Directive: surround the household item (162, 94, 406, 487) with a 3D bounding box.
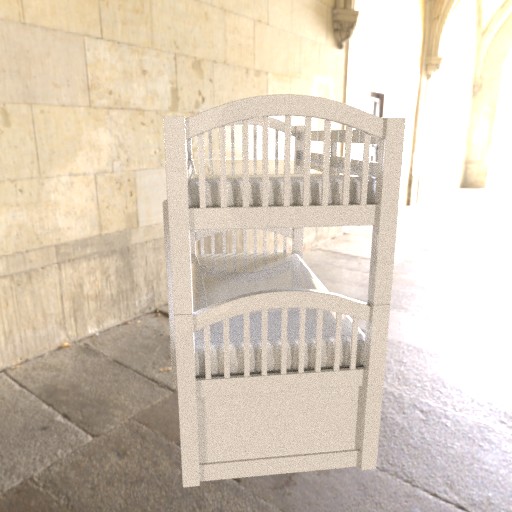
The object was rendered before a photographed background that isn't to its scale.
[{"bbox_3d":[0.000,0.000,3.187,1.143,2.032,2.032,-2,15,-7],"label":"household item"}]
